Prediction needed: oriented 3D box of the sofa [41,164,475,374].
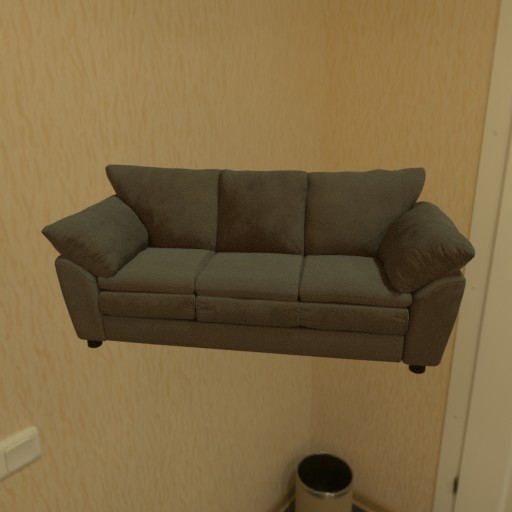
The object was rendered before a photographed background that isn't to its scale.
[{"bbox_3d":[0.000,0.000,2.779,2.336,1.073,0.878,2,16,9],"label":"sofa"}]
